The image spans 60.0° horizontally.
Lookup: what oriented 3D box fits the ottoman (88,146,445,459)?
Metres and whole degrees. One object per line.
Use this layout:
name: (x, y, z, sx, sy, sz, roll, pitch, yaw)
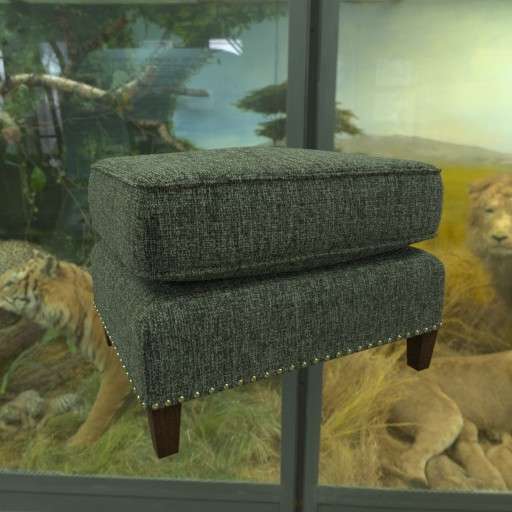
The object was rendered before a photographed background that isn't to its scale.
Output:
ottoman: (0.000, 0.000, 1.118, 0.738, 0.537, 0.589, -8, 18, -27)
